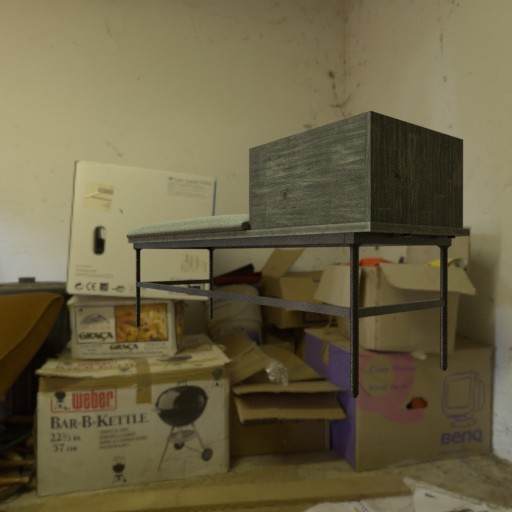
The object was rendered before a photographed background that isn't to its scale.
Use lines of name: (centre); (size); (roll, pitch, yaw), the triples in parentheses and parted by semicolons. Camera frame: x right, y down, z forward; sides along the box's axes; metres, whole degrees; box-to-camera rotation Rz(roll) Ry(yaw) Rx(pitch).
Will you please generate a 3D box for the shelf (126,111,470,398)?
shelf: (0.000, 0.000, 1.601); (0.457, 0.633, 1.342); (0, 0, -38)
